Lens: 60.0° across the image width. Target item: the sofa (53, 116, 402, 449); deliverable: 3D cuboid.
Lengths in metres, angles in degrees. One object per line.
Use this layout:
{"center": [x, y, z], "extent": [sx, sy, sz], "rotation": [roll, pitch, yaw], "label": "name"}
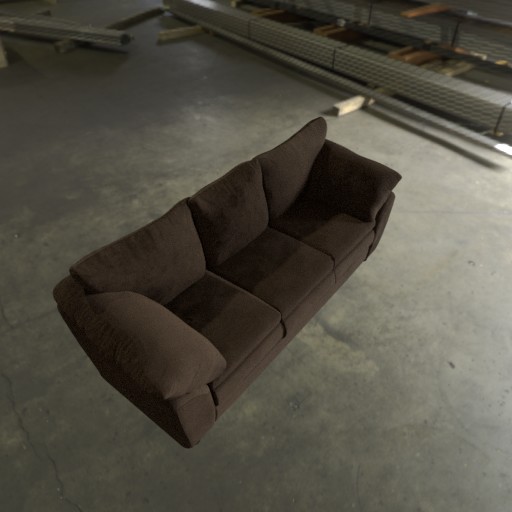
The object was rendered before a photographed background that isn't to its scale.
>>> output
{"center": [0.000, 0.000, 2.832], "extent": [0.878, 1.015, 2.336], "rotation": [27, 48, 28], "label": "sofa"}
